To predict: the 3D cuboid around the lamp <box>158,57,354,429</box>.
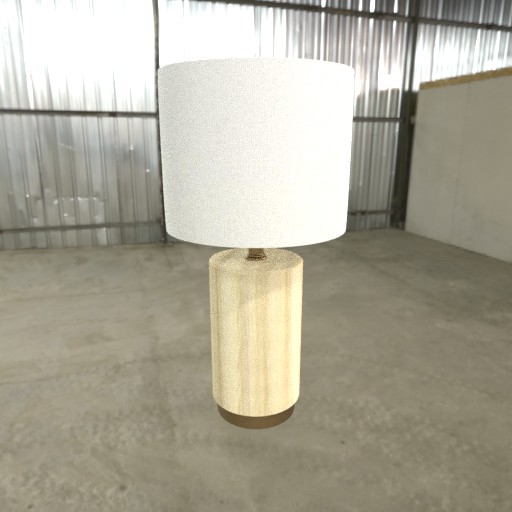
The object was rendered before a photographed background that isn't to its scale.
[{"bbox_3d":[0.000,0.000,0.579,0.228,0.444,0.228,3,16,11],"label":"lamp"}]
